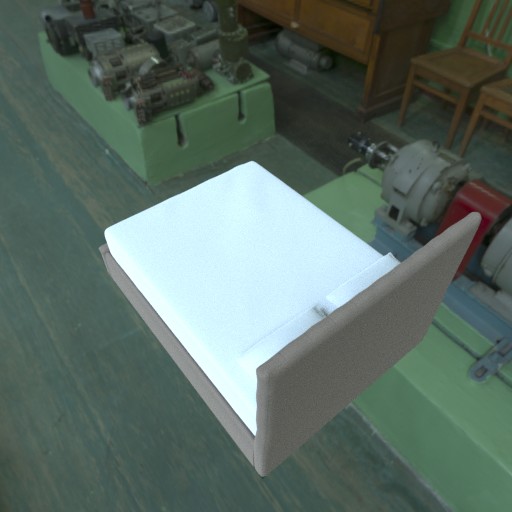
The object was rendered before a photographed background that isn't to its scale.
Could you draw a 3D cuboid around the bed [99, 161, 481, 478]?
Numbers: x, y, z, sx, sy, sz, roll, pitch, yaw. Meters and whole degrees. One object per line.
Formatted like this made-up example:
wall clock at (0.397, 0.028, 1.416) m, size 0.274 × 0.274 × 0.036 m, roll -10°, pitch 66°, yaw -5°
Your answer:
bed at (0.000, 0.000, 3.350) m, size 1.696 × 1.426 × 2.233 m, roll -30°, pitch 54°, yaw -25°
